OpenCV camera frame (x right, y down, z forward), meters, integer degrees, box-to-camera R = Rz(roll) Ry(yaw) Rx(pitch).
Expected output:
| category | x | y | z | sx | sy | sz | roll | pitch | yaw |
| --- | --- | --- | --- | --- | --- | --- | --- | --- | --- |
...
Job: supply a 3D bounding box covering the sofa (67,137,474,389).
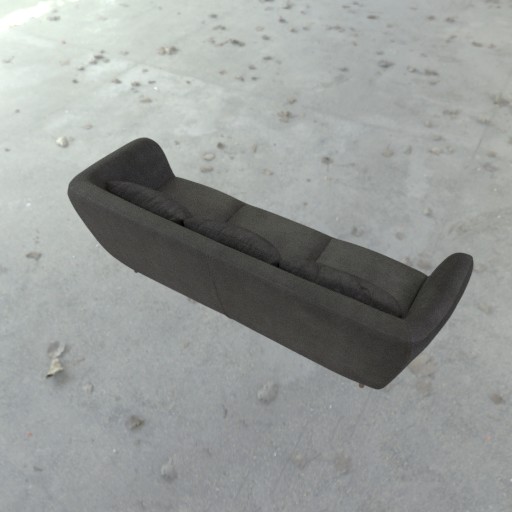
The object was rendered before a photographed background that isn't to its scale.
| category | x | y | z | sx | sy | sz | roll | pitch | yaw |
| --- | --- | --- | --- | --- | --- | --- | --- | --- | --- |
| sofa | 0.000 | 0.000 | 2.740 | 2.296 | 0.875 | 0.956 | 24 | 51 | 21 |
